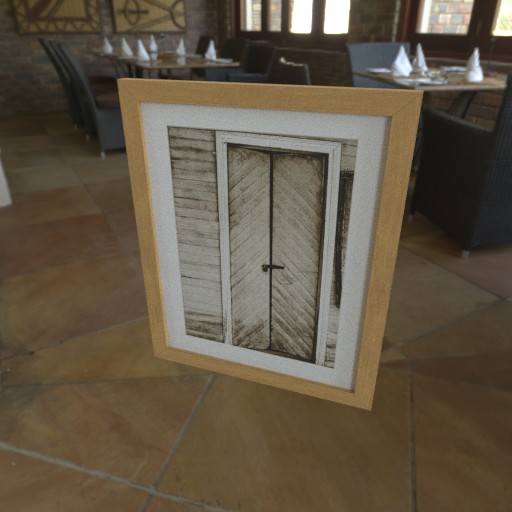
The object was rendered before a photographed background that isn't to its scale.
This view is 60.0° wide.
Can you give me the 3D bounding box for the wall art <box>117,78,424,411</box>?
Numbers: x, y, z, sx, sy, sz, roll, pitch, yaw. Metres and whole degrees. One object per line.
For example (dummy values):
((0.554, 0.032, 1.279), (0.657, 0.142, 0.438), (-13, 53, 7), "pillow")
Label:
((0.000, 0.000, 0.771), (0.460, 0.561, 0.020), (9, 29, 17), "wall art")
